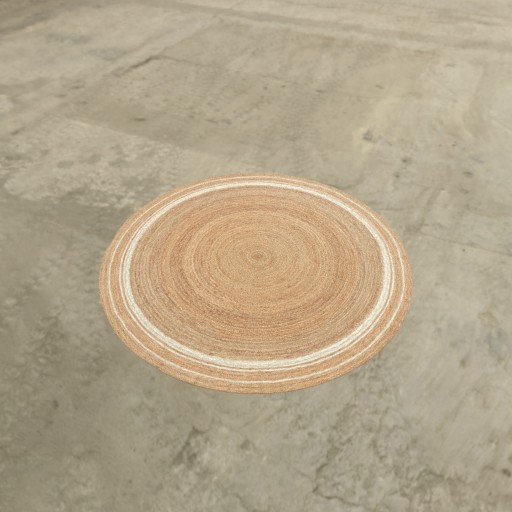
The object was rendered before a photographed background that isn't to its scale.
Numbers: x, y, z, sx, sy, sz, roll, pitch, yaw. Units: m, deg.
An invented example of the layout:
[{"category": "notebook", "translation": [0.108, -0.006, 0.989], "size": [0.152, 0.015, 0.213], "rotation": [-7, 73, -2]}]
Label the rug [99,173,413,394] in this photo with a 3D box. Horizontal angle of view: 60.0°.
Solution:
[{"category": "rug", "translation": [0.000, 0.000, 3.569], "size": [2.444, 0.015, 2.444], "rotation": [0, 43, 0]}]
